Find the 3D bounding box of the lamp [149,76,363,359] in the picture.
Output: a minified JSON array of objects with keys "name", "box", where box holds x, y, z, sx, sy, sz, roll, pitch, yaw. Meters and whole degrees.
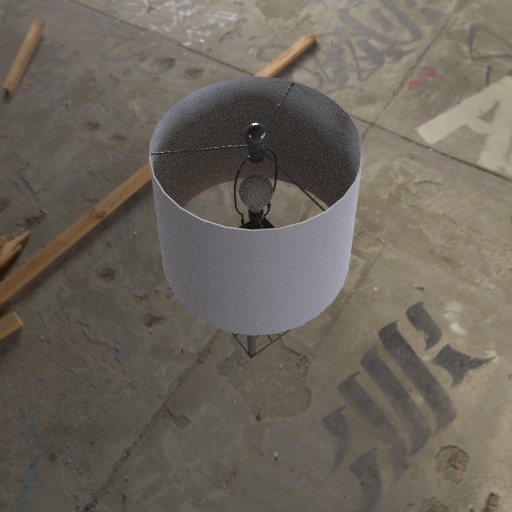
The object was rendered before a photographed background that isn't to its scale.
[{"name":"lamp","box":[0.000,0.000,0.783,0.320,0.591,0.320,0,58,0]}]
